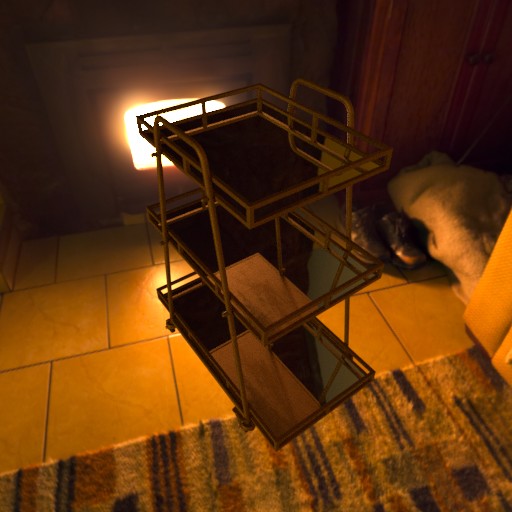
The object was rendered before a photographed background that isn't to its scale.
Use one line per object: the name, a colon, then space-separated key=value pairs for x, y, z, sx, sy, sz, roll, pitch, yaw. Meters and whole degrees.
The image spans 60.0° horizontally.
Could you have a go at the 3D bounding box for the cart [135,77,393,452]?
cart: x=0.000 y=0.000 z=1.272 sx=0.441 sy=0.883 sz=0.711 roll=-25 pitch=47 yaw=-26
